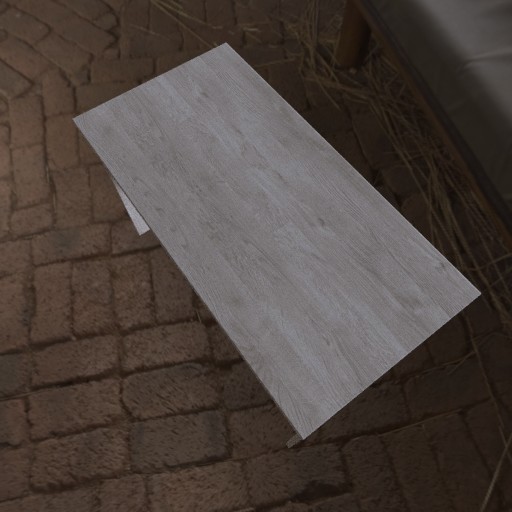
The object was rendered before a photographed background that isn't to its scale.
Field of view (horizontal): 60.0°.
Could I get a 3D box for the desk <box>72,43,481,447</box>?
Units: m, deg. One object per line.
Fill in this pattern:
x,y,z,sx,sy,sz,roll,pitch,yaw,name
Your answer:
0.000,0.000,1.533,0.560,0.730,1.100,-33,69,-15,desk
